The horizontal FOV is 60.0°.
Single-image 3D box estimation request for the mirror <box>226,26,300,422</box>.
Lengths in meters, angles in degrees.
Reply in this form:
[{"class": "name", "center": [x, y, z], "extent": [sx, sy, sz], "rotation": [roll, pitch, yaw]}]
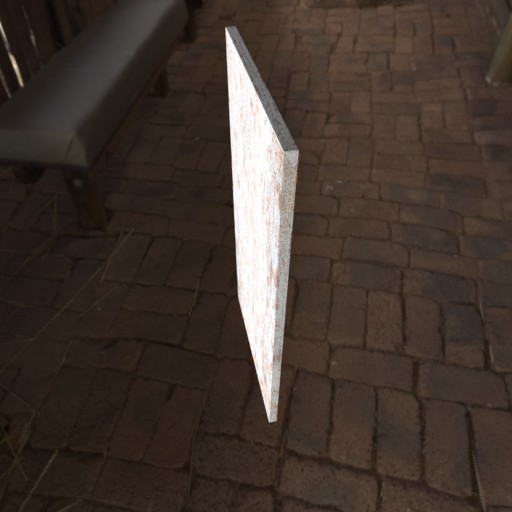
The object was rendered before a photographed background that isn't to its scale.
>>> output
[{"class": "mirror", "center": [0.000, 0.000, 1.113], "extent": [0.027, 0.922, 0.472], "rotation": [-9, 48, -9]}]
